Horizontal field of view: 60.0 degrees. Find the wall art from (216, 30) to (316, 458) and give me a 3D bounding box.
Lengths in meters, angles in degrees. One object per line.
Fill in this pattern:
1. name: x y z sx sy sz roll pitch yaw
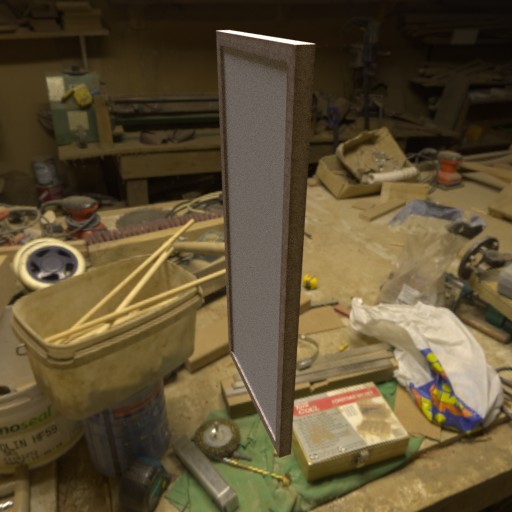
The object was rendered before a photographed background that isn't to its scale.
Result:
1. wall art: 0.000 0.000 1.640 0.051 1.461 0.648 -11 31 -18
